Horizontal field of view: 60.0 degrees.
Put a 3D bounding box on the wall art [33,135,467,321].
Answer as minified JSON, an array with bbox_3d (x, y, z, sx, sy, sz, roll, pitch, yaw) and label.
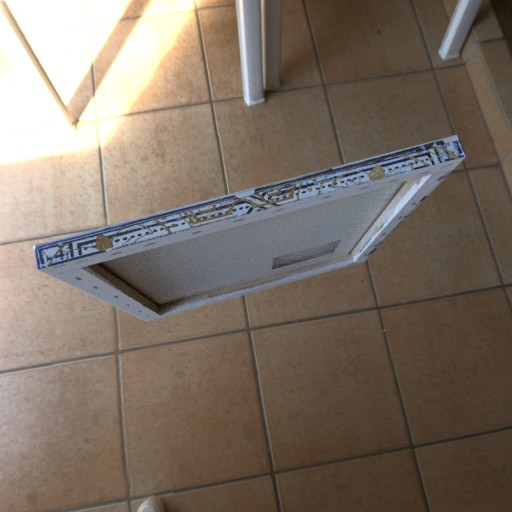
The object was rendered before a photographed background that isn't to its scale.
[{"bbox_3d":[0.000,0.000,0.901,0.609,0.607,0.036,-15,76,-4],"label":"wall art"}]
